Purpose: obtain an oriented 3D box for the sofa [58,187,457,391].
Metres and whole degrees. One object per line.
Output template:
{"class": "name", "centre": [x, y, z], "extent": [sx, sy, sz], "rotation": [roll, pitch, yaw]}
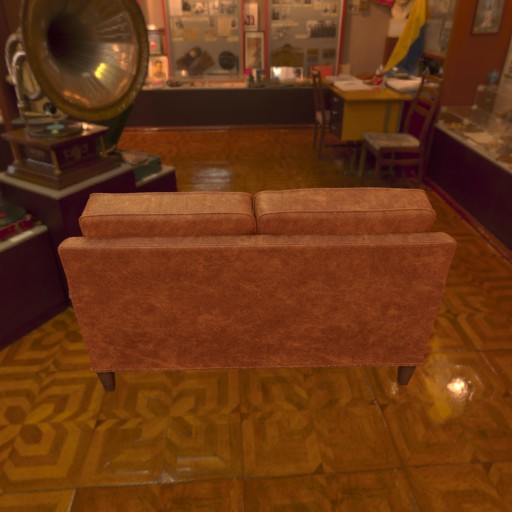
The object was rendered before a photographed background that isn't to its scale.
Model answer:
{"class": "sofa", "centre": [0.000, 0.000, 2.286], "extent": [1.597, 1.003, 1.084], "rotation": [-1, 30, -1]}
